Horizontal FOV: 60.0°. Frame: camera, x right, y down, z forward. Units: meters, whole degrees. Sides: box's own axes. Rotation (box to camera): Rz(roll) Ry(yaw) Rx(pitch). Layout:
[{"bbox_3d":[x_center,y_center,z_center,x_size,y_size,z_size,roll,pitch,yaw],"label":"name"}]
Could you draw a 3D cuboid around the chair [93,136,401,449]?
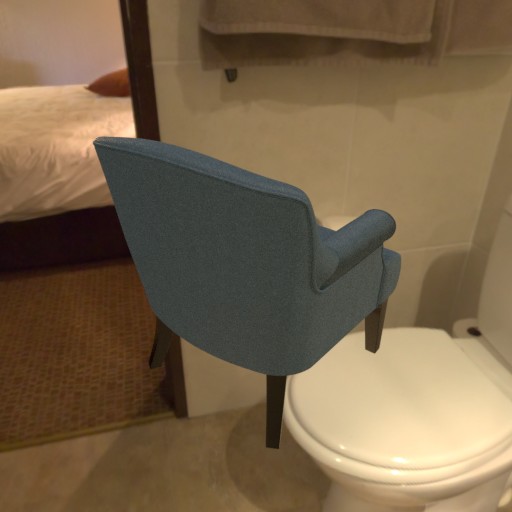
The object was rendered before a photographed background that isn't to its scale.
[{"bbox_3d":[0.000,0.000,1.444,0.770,0.878,0.754,21,36,33],"label":"chair"}]
